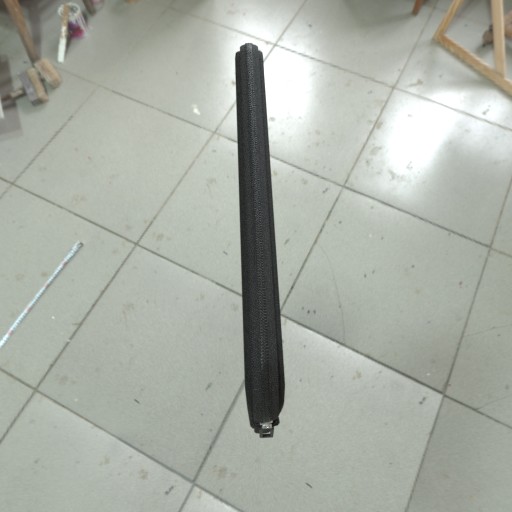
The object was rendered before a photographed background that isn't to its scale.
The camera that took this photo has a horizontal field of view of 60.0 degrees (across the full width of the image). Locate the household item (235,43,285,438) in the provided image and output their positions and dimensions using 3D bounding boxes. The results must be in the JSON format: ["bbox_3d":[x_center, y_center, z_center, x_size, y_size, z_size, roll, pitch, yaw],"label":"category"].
[{"bbox_3d":[0.000,0.000,0.516,0.030,0.305,0.396,-2,65,-1],"label":"household item"}]
